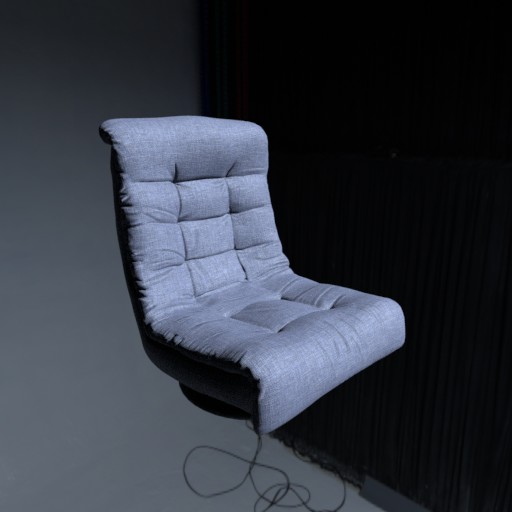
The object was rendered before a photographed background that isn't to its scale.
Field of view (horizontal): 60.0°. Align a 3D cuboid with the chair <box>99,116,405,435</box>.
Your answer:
[{"bbox_3d":[0.000,0.000,1.218,0.668,0.749,0.597,15,21,43],"label":"chair"}]
